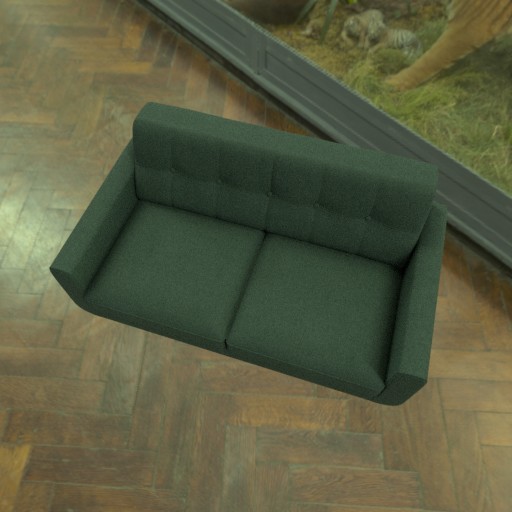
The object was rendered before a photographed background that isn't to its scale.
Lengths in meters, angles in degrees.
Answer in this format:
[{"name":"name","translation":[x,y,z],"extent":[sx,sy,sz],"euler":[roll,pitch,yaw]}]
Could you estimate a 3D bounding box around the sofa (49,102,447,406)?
[{"name":"sofa","translation":[0.000,0.000,2.126],"extent":[1.631,0.841,0.909],"euler":[15,60,9]}]
